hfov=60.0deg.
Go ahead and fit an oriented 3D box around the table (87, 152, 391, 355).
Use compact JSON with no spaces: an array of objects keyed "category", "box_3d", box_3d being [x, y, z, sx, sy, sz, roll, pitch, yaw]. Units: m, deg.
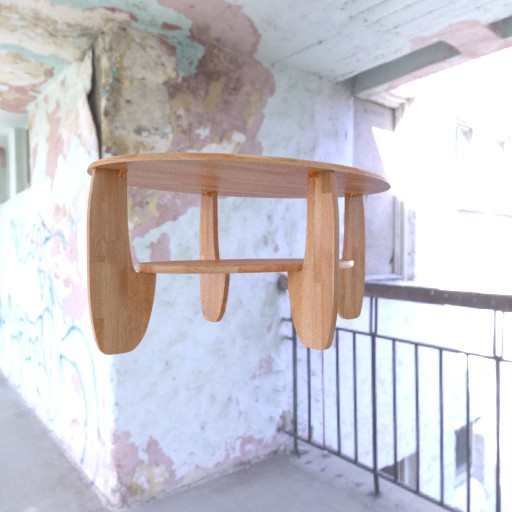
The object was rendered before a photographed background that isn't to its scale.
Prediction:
[{"category":"table","box_3d":[0.000,0.000,1.409,1.040,0.490,0.690,-1,2,-37]}]
